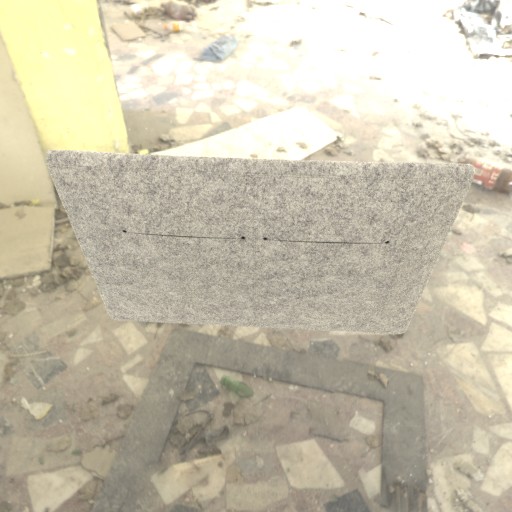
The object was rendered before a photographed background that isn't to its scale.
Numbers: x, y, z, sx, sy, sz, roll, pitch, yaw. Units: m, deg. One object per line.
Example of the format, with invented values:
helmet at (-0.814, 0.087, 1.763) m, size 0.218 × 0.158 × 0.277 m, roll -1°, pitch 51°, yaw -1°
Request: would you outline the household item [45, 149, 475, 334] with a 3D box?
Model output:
household item at (0.000, 0.000, 0.426) m, size 0.335 × 0.221 × 0.057 m, roll 2°, pitch 47°, yaw 2°
